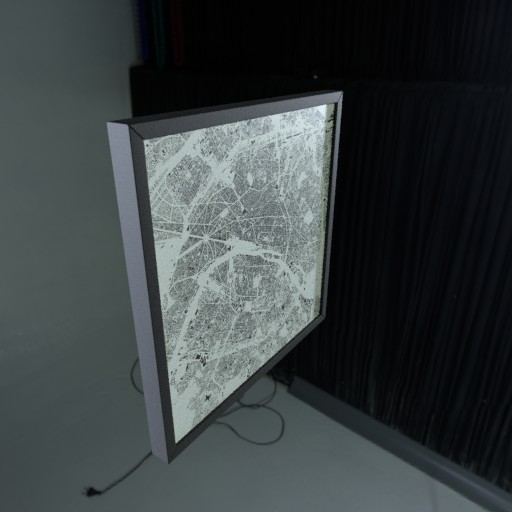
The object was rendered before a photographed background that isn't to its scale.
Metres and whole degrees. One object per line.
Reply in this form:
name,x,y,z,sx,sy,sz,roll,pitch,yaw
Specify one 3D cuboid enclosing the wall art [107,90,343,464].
wall art,0.000,0.000,0.770,0.037,0.508,0.508,17,30,32
